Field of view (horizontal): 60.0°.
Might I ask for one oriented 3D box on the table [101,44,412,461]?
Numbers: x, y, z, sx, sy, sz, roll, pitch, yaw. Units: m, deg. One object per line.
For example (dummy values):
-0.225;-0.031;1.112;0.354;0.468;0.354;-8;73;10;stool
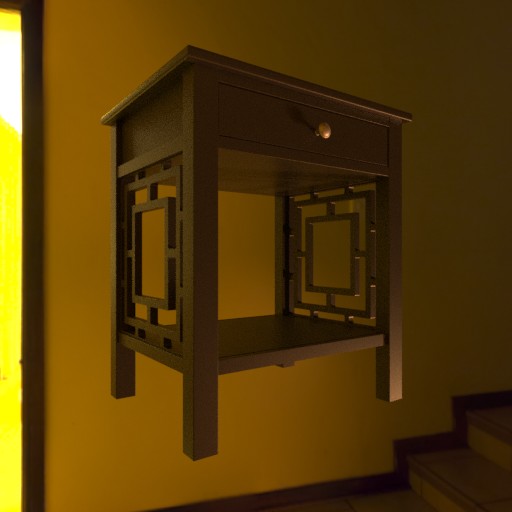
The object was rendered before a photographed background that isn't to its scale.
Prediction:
0.000;0.000;1.012;0.564;0.646;0.451;0;0;-36;table
